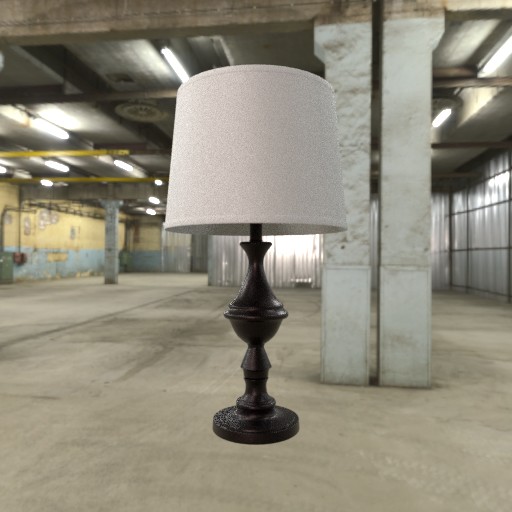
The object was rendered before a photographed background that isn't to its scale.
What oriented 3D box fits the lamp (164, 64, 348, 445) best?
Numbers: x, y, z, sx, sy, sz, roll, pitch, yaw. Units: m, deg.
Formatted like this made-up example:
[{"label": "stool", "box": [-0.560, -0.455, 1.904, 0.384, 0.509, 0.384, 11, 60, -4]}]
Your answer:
[{"label": "lamp", "box": [0.000, 0.000, 0.945, 0.383, 0.726, 0.383, 0, -1, 0]}]
